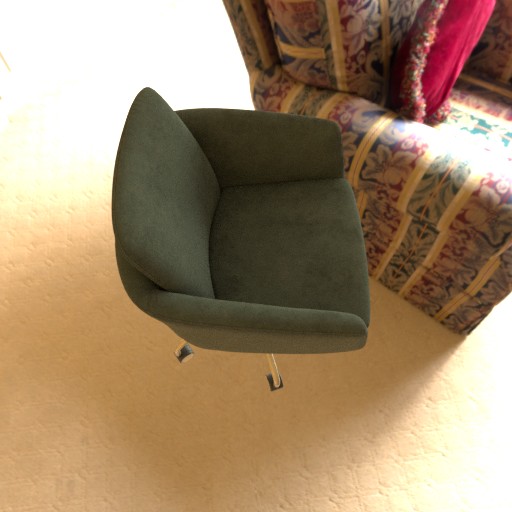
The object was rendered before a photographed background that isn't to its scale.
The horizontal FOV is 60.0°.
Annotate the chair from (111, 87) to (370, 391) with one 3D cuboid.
[{"bbox_3d":[0.000,0.000,1.323,0.635,0.908,0.641,-1,62,0],"label":"chair"}]
